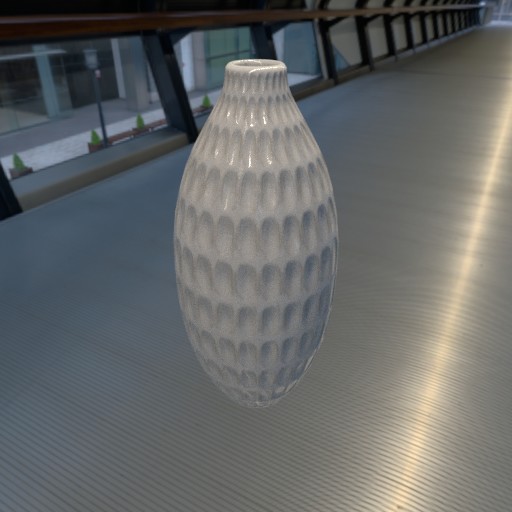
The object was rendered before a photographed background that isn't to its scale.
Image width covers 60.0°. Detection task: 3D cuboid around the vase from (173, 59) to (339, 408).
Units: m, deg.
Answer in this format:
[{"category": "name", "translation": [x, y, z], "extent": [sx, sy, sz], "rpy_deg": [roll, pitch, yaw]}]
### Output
[{"category": "vase", "translation": [0.000, 0.000, 0.350], "extent": [0.127, 0.282, 0.127], "rpy_deg": [0, 31, 0]}]
